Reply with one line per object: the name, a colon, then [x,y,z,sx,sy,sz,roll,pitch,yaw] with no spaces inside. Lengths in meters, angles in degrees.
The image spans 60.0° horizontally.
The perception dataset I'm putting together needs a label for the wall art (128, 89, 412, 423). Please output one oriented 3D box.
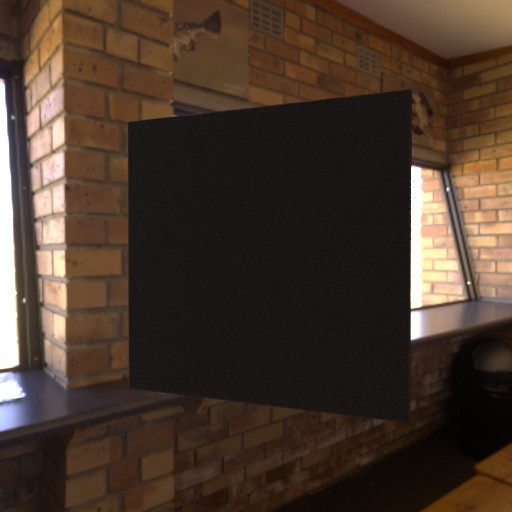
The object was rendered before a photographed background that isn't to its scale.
wall art: [0.000,0.000,0.460,0.304,0.303,0.015,0,1,20]
